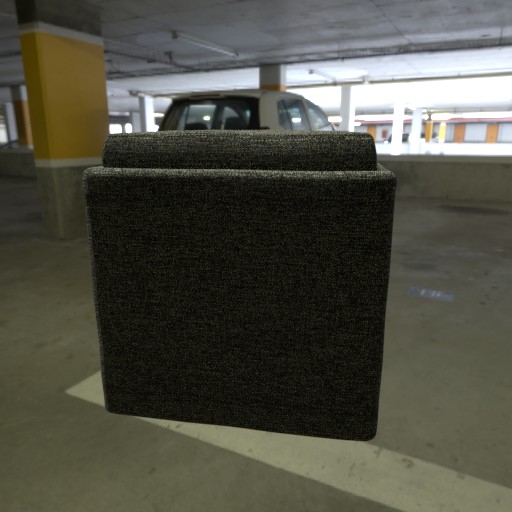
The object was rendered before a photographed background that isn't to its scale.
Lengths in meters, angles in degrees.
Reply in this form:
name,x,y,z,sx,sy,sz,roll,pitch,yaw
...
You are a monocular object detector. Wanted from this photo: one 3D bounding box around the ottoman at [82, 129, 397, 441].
name,x,y,z,sx,sy,sz,roll,pitch,yaw
ottoman,0.000,0.000,0.849,0.450,0.463,0.450,3,15,10
